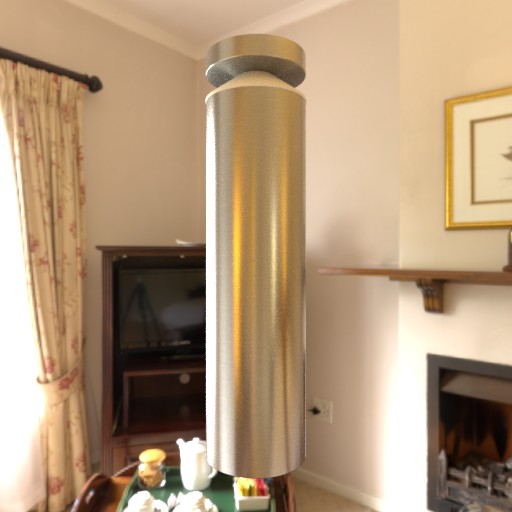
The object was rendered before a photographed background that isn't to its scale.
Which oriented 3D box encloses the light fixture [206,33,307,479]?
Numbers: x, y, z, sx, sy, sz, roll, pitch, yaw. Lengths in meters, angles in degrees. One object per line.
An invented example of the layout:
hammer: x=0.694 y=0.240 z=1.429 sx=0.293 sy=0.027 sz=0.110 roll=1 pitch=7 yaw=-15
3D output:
light fixture: x=0.000 y=0.000 z=0.448 sx=0.102 sy=0.400 sz=0.102 roll=0 pitch=0 yaw=1
